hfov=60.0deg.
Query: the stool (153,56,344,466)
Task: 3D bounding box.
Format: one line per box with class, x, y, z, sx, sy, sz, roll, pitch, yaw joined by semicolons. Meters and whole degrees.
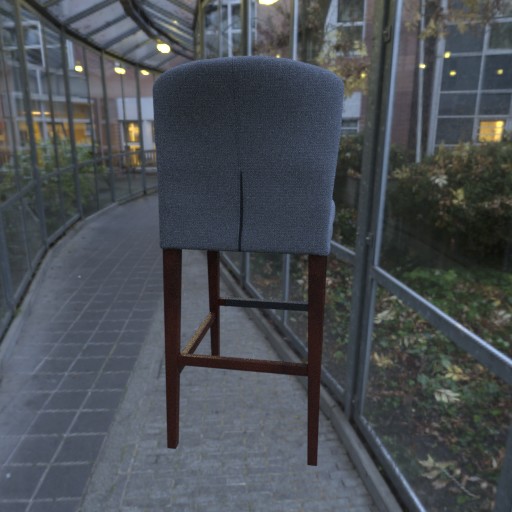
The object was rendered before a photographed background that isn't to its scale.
stool;0.000;0.000;1.382;0.486;1.069;0.568;3;16;9
